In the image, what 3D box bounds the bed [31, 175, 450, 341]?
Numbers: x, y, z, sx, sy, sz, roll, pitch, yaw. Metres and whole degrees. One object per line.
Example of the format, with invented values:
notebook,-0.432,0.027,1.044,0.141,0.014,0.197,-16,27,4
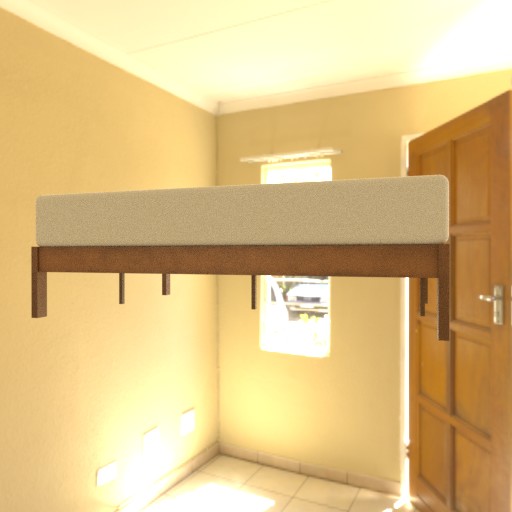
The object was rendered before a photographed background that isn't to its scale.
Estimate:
bed,0.000,0.000,2.563,1.927,0.616,1.348,0,0,18
